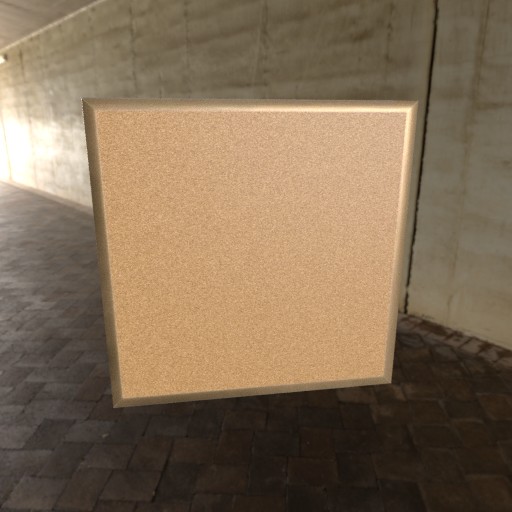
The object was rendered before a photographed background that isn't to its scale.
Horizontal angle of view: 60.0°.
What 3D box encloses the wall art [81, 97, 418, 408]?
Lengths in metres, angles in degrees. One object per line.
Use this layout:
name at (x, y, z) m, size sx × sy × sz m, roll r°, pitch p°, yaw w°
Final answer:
wall art at (0.000, 0.000, 0.457) m, size 0.305 × 0.303 × 0.038 m, roll -2°, pitch 16°, yaw -8°
